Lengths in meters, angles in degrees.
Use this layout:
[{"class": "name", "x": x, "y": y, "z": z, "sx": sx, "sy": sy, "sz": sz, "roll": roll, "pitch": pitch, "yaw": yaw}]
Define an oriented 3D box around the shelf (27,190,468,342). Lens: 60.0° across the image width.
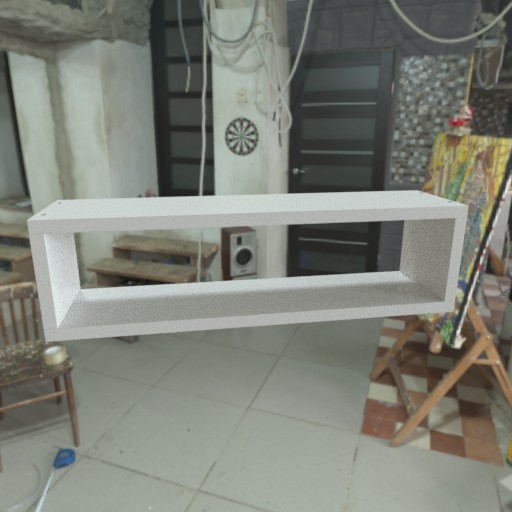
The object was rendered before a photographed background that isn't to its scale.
[{"class": "shelf", "x": 0.000, "y": 0.000, "z": 0.700, "sx": 0.610, "sy": 0.170, "sz": 0.150, "roll": -3, "pitch": 17, "yaw": -9}]
